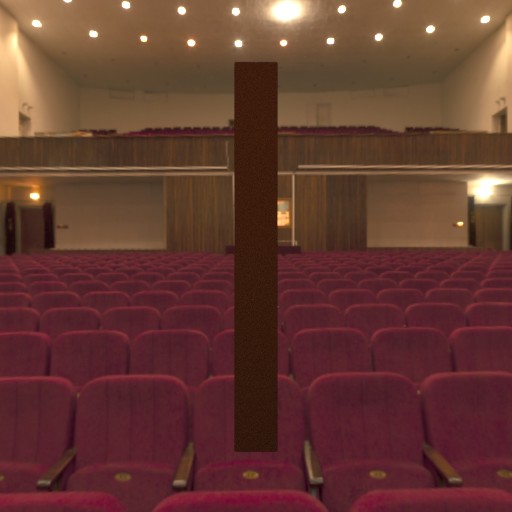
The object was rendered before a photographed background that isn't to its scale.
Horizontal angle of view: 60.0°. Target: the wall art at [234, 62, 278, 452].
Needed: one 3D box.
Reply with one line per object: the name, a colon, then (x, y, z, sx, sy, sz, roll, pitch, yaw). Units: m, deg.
wall art: (0.000, 0.000, 0.853, 0.051, 0.456, 0.671, 0, 0, 0)
